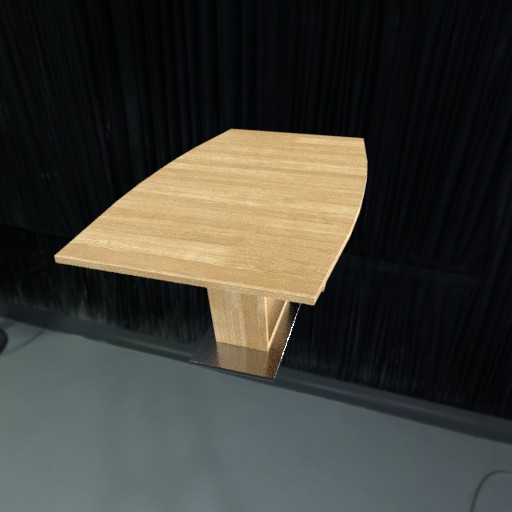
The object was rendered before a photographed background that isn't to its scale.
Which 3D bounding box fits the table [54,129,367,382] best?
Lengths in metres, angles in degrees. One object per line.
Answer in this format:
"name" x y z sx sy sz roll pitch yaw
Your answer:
"table" 0.000 0.000 2.062 0.900 0.748 1.598 8 31 14
